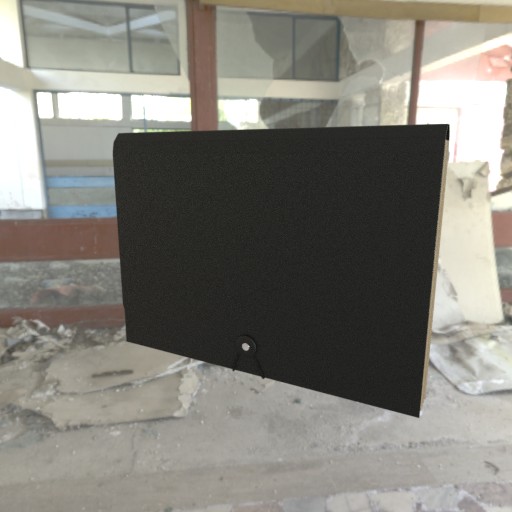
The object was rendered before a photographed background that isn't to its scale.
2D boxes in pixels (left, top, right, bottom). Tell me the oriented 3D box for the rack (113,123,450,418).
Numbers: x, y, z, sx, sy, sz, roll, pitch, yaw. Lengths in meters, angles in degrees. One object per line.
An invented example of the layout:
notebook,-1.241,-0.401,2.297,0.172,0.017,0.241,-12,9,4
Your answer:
rack,0.000,0.000,0.437,0.330,0.241,0.041,7,15,27
